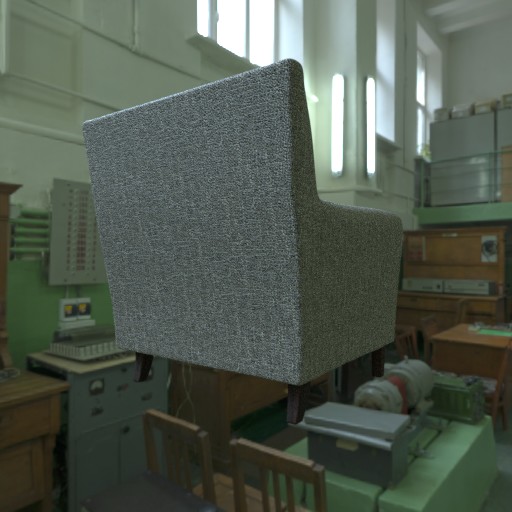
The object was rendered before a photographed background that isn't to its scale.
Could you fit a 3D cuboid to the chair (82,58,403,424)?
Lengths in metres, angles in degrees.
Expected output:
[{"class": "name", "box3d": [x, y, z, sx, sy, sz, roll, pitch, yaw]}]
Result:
[{"class": "chair", "box3d": [0.000, 0.000, 1.619, 0.864, 0.928, 0.873, 0, 0, 37]}]
